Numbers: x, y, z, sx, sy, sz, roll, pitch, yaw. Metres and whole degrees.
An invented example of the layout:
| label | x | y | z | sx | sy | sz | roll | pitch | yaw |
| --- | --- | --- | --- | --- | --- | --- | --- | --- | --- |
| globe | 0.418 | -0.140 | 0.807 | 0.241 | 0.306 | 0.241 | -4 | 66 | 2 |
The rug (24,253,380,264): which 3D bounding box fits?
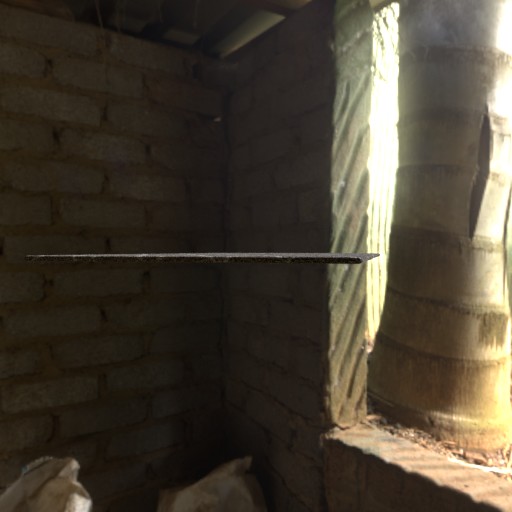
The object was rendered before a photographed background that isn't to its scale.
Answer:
| label | x | y | z | sx | sy | sz | roll | pitch | yaw |
| --- | --- | --- | --- | --- | --- | --- | --- | --- | --- |
| rug | 0.000 | 0.000 | 3.424 | 1.778 | 0.030 | 2.743 | 0 | 1 | 17 |
